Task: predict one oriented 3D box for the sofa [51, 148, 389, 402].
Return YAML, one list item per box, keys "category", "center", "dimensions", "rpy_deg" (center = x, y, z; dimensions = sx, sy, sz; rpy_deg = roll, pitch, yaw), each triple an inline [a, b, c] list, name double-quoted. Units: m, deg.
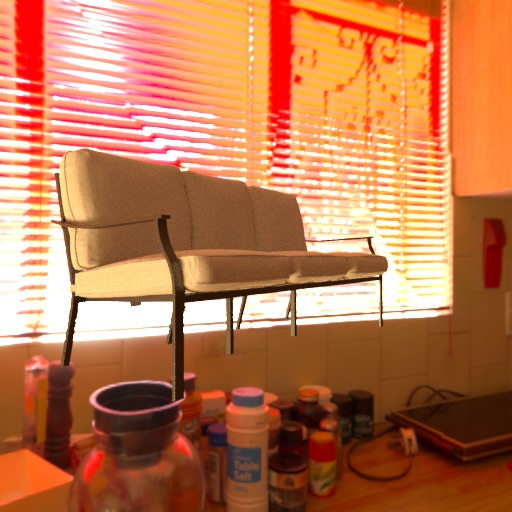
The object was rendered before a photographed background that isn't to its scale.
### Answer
- category: "sofa"
  center: [0.000, 0.000, 2.200]
  dimensions: [0.787, 0.860, 1.740]
  rpy_deg: [0, 0, 36]
